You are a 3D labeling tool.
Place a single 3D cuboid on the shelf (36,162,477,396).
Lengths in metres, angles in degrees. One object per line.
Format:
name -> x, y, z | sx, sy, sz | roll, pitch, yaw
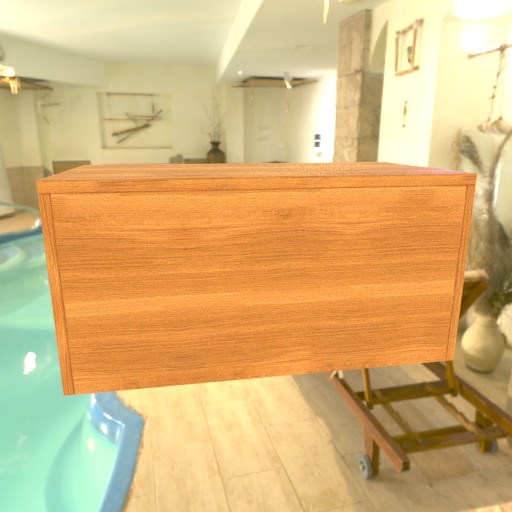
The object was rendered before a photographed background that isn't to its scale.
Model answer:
shelf -> 0.000, 0.000, 1.032 | 0.800, 0.400, 0.400 | -3, 15, -9
